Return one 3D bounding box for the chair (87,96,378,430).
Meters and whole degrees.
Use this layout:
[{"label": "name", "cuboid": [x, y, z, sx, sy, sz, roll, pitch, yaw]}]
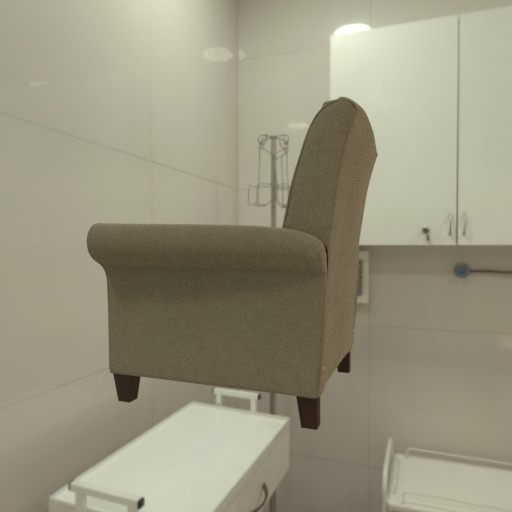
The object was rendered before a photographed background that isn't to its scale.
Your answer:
[{"label": "chair", "cuboid": [0.000, 0.000, 1.809, 0.905, 1.061, 0.978, 0, 1, 20]}]
